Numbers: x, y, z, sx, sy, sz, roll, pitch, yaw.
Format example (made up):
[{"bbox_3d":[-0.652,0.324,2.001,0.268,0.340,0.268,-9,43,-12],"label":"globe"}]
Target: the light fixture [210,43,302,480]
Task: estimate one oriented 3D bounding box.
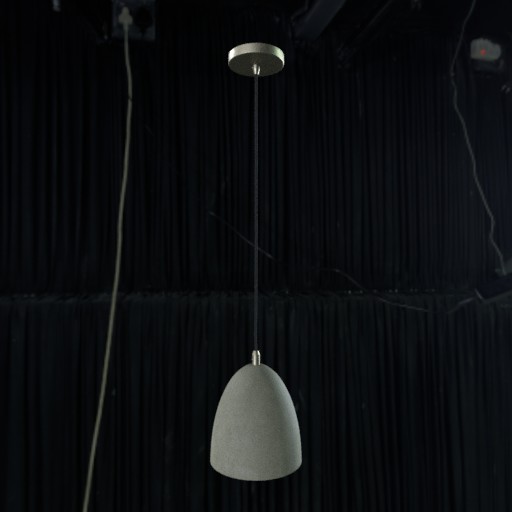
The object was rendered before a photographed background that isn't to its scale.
[{"bbox_3d":[0.000,0.000,0.837,0.170,0.759,0.170,0,-1,-18],"label":"light fixture"}]
